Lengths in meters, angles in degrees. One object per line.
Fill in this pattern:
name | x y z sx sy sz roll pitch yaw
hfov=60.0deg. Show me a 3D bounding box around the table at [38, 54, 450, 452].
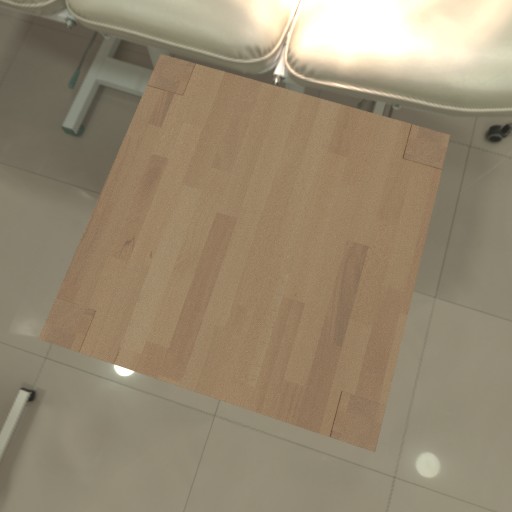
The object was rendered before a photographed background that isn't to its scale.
table | 0.000 0.000 1.167 0.700 0.451 0.700 17 77 4
